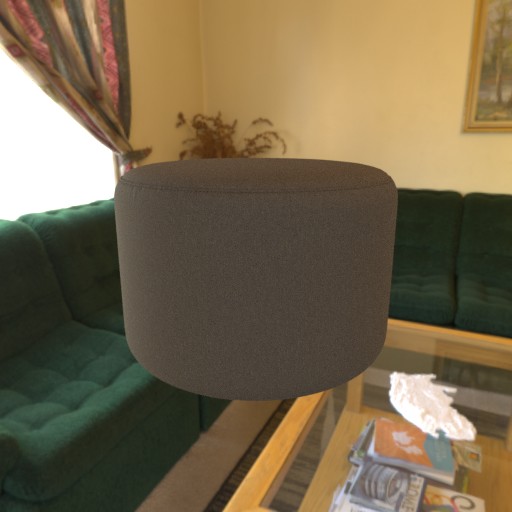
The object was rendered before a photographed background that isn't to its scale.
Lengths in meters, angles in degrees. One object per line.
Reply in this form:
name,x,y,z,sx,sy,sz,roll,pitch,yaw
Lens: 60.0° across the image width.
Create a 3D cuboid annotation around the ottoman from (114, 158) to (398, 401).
ottoman,0.000,0.000,1.030,0.608,0.433,0.608,0,15,0
